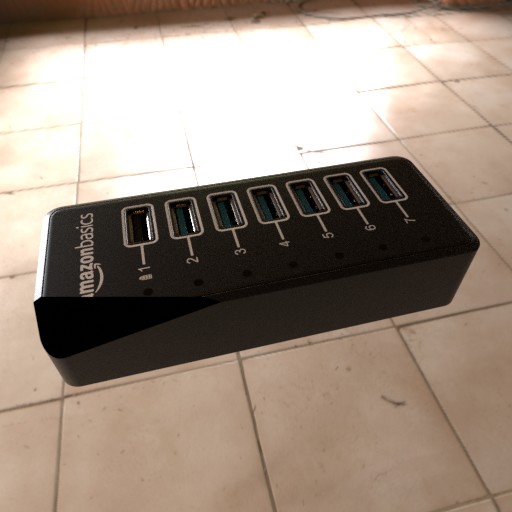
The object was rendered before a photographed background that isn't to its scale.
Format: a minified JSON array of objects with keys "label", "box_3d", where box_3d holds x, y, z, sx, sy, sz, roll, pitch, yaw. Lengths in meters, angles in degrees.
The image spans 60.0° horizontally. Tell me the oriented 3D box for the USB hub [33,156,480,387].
[{"label":"USB hub","box_3d":[0.000,0.000,0.125,0.110,0.023,0.044,-10,47,-10]}]
